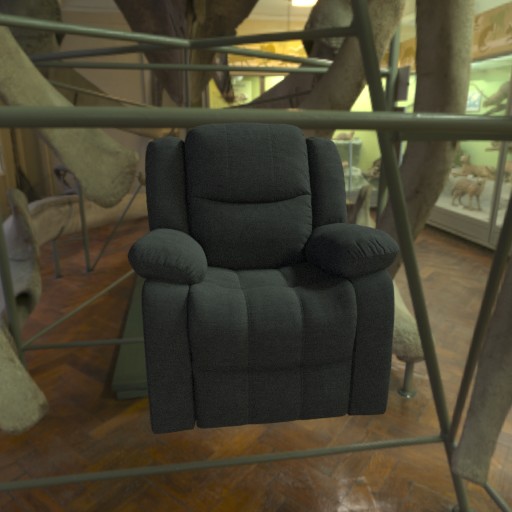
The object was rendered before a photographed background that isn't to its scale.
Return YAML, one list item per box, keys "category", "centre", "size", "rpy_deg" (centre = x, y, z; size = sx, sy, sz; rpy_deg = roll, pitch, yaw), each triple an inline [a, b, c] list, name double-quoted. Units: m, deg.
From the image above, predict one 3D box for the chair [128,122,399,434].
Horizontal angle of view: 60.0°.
- category: "chair"
  centre: [0.000, 0.000, 1.758]
  size: [0.899, 1.008, 0.944]
  rpy_deg: [-2, 17, -7]
